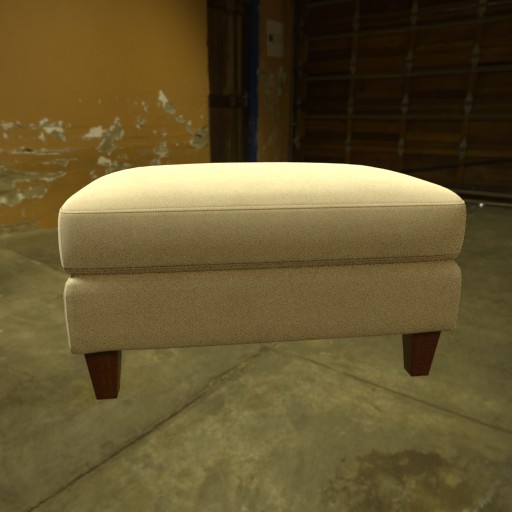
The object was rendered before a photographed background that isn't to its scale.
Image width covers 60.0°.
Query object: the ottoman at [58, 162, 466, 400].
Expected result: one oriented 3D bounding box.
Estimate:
[{"bbox_3d":[0.000,0.000,1.193,0.864,0.483,0.584,-2,16,-7],"label":"ottoman"}]
